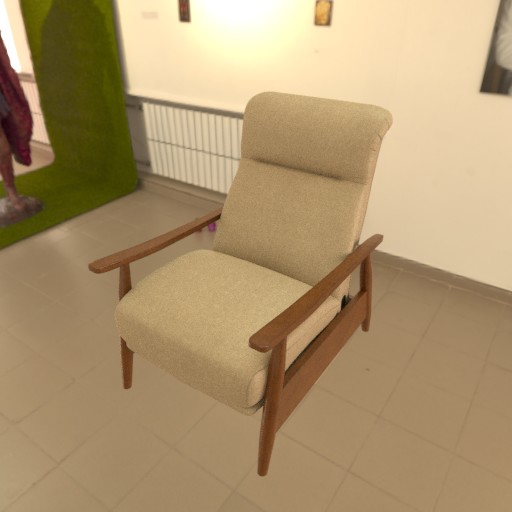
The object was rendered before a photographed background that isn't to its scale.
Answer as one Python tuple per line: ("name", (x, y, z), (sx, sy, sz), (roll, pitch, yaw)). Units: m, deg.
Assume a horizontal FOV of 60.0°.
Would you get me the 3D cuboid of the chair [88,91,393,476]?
("chair", (0.000, 0.000, 1.797), (0.762, 1.082, 1.030), (19, 36, 29))
